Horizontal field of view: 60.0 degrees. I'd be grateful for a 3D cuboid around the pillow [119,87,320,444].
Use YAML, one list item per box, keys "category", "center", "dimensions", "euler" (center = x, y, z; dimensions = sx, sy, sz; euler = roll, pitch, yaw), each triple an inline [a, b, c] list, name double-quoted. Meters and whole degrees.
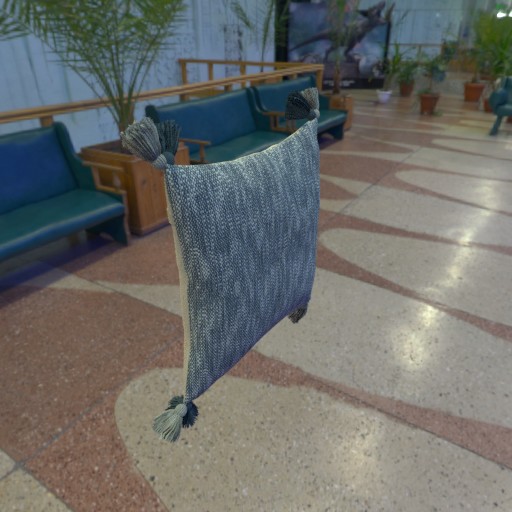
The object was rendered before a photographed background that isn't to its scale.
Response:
- category: "pillow"
  center: [0.000, 0.000, 0.928]
  dimensions: [0.138, 0.634, 0.614]
  euler: [18, 32, 31]
